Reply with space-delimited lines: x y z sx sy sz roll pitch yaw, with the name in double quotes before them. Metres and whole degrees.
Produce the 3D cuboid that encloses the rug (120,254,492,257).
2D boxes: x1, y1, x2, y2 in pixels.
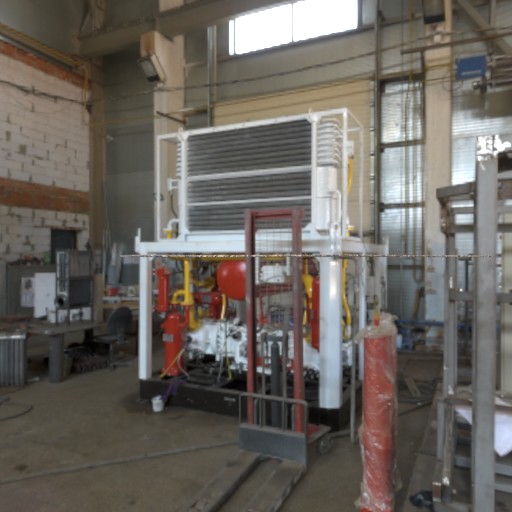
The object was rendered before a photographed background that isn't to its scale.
"rug" 0.000 0.000 5.285 2.997 0.020 4.093 0 0 -19
